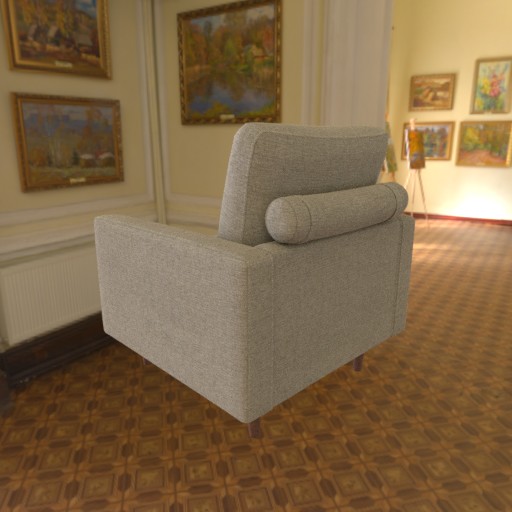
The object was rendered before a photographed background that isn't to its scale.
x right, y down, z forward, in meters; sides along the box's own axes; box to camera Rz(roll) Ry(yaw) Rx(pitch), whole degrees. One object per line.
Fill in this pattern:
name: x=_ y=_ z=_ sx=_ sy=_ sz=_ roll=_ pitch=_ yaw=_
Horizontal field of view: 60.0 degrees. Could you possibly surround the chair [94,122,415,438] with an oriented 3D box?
chair: x=0.000 y=0.000 z=1.560 sx=0.821 sy=0.880 sz=0.843 roll=-14 pitch=21 yaw=-42
